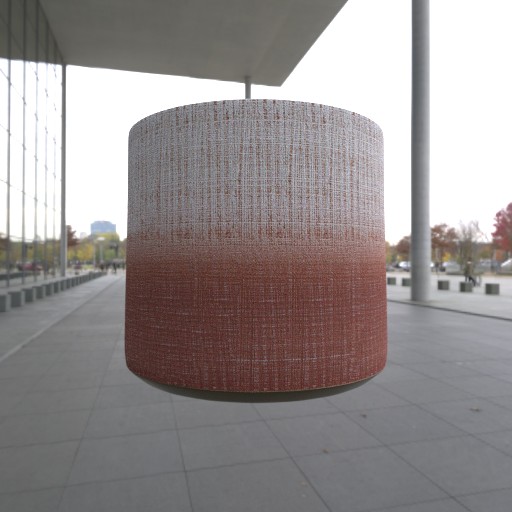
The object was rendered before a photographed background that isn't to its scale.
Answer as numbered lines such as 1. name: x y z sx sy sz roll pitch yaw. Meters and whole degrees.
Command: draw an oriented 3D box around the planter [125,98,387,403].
1. planter: 0.000 0.000 0.389 0.221 0.201 0.221 0 -1 0
